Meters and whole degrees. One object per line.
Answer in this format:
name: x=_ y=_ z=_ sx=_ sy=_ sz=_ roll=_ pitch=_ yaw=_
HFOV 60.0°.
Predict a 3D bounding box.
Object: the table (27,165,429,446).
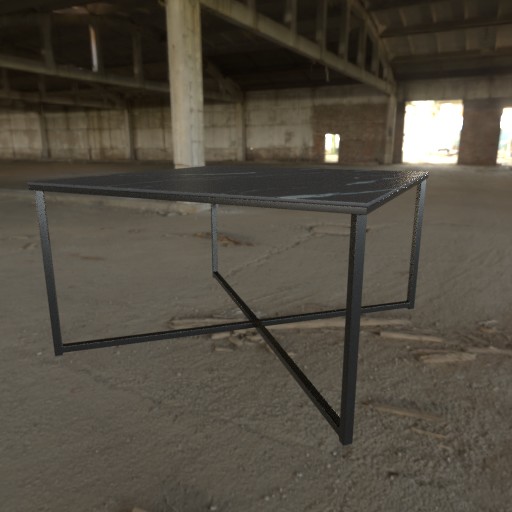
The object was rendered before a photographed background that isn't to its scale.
table: x=0.000 y=0.000 z=1.266 sx=0.800 sy=0.450 sz=0.800 roll=7 pitch=16 yaw=26
